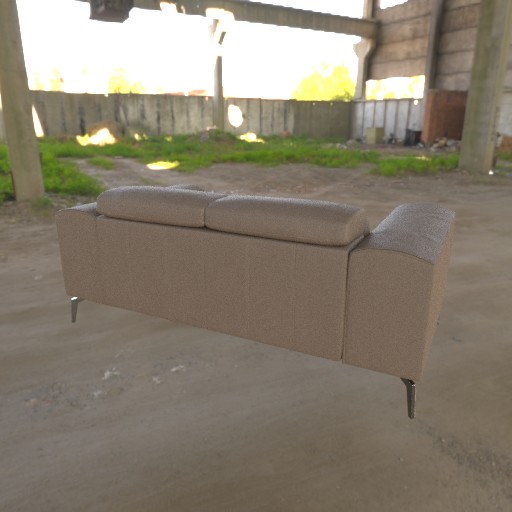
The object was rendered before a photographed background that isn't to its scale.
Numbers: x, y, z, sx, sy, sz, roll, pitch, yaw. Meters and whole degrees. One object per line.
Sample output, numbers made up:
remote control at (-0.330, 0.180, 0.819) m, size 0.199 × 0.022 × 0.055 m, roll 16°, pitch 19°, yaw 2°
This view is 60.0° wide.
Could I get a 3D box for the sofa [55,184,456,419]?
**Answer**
sofa at (0.000, 0.000, 2.388) m, size 1.895 × 0.779 × 1.003 m, roll 9°, pitch 19°, yaw 26°
